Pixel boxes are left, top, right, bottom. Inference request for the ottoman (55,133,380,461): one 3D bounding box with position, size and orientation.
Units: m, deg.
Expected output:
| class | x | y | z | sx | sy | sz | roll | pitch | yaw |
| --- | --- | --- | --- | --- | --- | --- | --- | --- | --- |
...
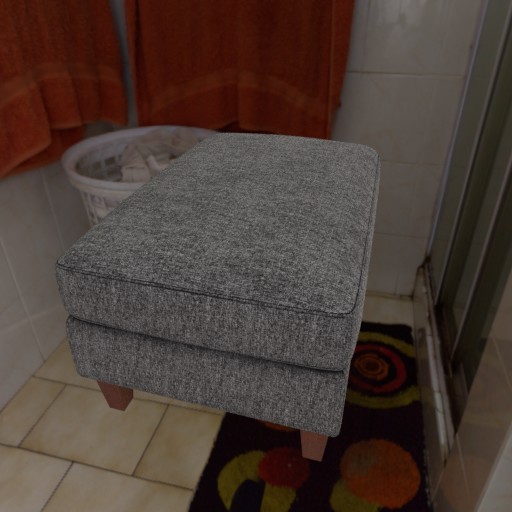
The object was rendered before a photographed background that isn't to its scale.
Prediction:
| class | x | y | z | sx | sy | sz | roll | pitch | yaw |
| --- | --- | --- | --- | --- | --- | --- | --- | --- | --- |
| ottoman | 0.000 | 0.000 | 1.189 | 0.584 | 0.483 | 0.864 | 9 | 33 | 14 |
